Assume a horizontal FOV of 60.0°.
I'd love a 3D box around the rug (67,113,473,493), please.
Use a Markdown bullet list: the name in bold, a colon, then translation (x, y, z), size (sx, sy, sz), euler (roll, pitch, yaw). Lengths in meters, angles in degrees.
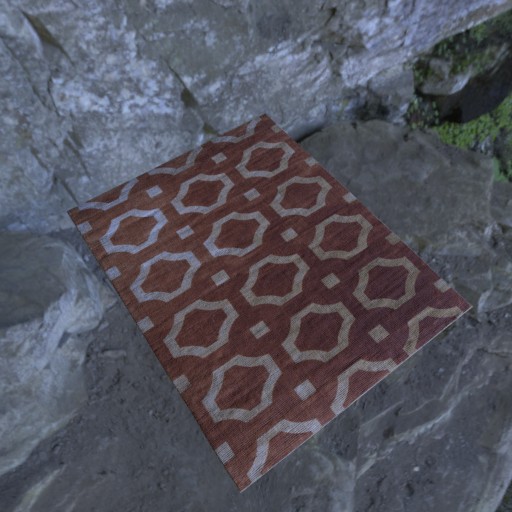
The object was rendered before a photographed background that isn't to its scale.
- **rug**: translation (0.000, 0.000, 4.135), size (2.466, 0.021, 3.049), euler (-31, 63, -18)
